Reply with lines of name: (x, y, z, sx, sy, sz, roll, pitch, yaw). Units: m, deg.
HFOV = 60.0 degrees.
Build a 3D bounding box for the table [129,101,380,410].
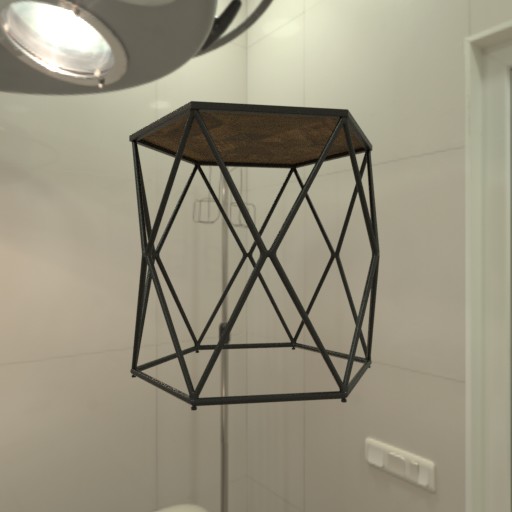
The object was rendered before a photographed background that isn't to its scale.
table: (0.000, 0.000, 1.078, 0.579, 0.564, 0.578, 0, 0, -38)
